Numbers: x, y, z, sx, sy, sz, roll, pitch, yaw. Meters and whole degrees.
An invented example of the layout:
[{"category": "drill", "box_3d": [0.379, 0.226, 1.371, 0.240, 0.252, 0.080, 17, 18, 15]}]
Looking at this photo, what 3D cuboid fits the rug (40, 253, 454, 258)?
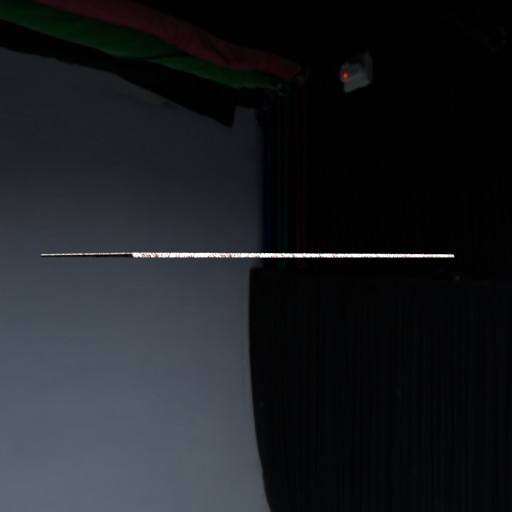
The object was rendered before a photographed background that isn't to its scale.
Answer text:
[{"category": "rug", "box_3d": [0.000, 0.000, 2.224, 1.761, 0.014, 1.143, 0, 0, -38]}]
